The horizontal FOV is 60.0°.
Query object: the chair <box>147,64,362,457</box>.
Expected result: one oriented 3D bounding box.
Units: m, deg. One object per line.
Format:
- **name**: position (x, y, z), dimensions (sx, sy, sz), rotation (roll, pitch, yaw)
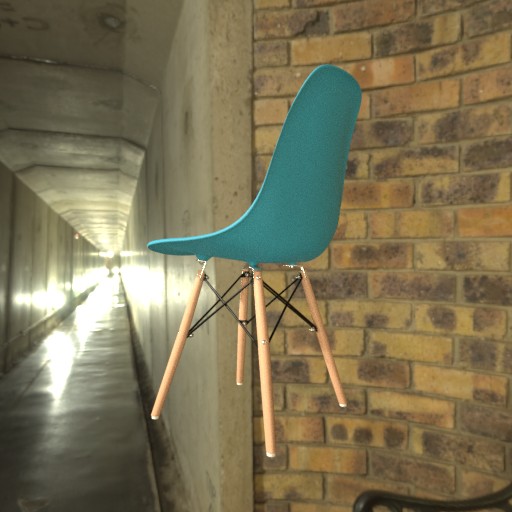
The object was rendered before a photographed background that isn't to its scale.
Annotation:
- **chair**: position (0.000, 0.000, 1.164), dimensions (0.531, 0.826, 0.470), rotation (0, 0, 35)
